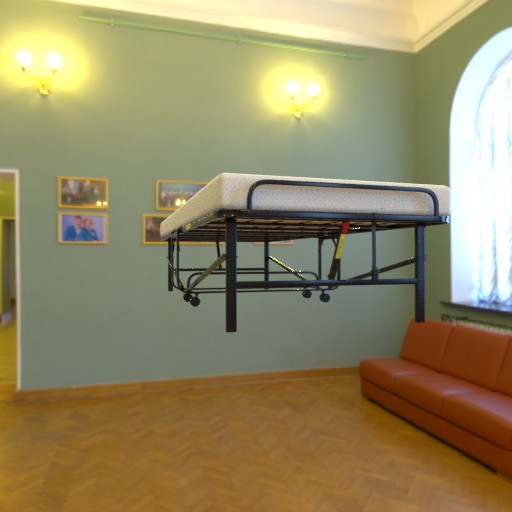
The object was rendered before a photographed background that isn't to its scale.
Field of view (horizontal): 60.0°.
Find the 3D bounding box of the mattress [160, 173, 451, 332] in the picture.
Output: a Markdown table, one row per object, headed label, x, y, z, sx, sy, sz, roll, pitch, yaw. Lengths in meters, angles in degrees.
| label | x | y | z | sx | sy | sz | roll | pitch | yaw |
| --- | --- | --- | --- | --- | --- | --- | --- | --- | --- |
| mattress | 0.000 | 0.000 | 2.503 | 0.922 | 0.519 | 2.153 | 0 | 0 | -17 |
